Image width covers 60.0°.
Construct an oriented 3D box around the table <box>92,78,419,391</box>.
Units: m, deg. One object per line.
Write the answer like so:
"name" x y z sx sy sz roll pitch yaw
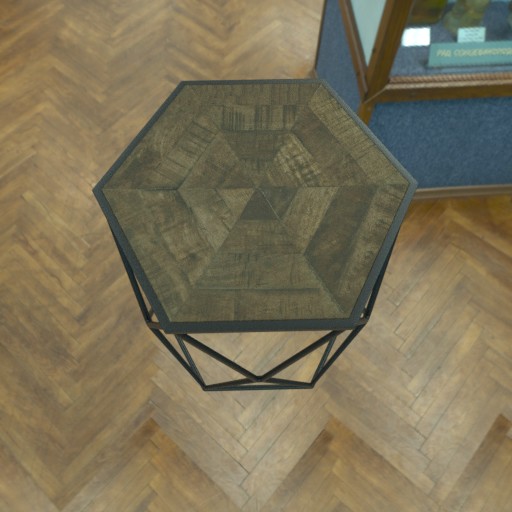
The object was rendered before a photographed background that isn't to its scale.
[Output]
"table" 0.000 0.000 1.036 0.578 0.564 0.579 -1 64 -1
